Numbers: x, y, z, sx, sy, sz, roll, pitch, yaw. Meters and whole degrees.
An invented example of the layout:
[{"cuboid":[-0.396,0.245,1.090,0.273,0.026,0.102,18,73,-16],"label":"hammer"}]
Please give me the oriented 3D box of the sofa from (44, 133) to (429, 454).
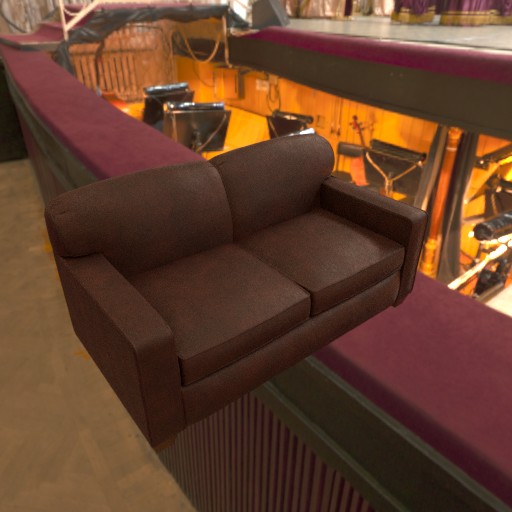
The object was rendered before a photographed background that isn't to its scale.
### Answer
[{"cuboid":[0.000,0.000,2.454,1.856,0.966,1.000,-22,37,-32],"label":"sofa"}]
